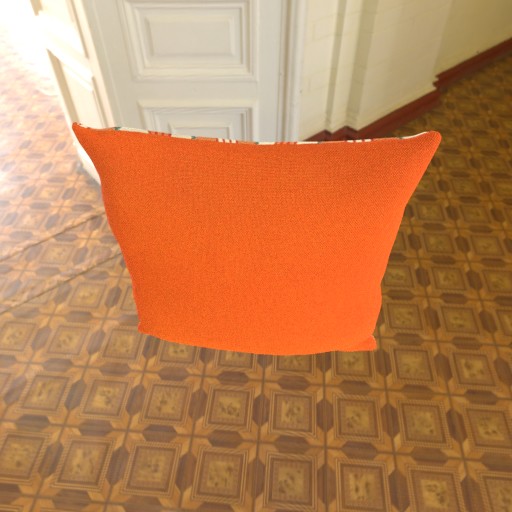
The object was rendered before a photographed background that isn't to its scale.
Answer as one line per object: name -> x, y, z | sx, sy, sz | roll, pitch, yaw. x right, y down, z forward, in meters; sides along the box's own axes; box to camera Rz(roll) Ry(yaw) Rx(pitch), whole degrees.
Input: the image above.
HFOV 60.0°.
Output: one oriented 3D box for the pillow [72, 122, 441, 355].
pillow -> 0.000, 0.000, 0.667 | 0.440, 0.441, 0.182 | 3, 47, 3
